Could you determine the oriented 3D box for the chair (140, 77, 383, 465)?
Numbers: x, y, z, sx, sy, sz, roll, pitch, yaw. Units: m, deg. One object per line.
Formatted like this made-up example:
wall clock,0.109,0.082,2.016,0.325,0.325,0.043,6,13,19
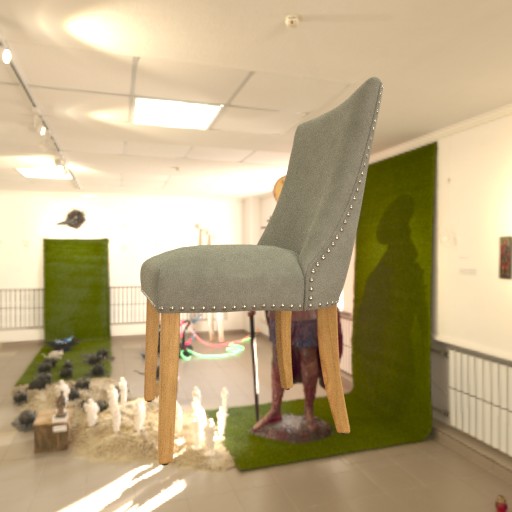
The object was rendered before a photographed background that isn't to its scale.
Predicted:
chair,0.000,0.000,1.248,0.610,0.902,0.495,0,1,-18
